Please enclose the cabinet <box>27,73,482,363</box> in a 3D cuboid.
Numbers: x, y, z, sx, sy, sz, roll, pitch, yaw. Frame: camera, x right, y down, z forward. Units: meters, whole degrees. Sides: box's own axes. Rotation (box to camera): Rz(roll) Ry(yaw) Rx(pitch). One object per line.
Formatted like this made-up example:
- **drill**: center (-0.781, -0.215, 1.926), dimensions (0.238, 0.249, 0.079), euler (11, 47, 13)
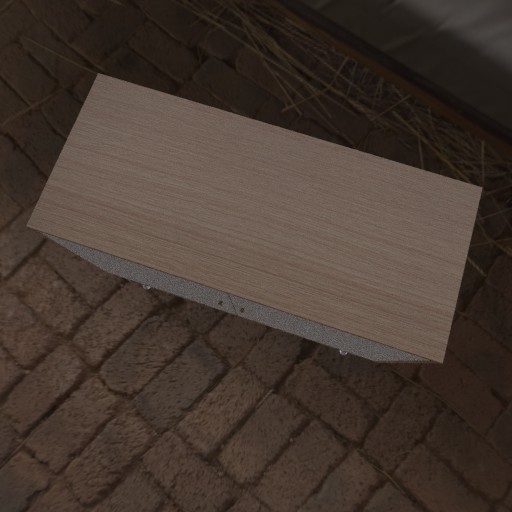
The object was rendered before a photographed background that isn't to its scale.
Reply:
- **cabinet**: center (0.000, 0.000, 1.607), dimensions (1.057, 1.016, 0.470), euler (18, 77, 4)
